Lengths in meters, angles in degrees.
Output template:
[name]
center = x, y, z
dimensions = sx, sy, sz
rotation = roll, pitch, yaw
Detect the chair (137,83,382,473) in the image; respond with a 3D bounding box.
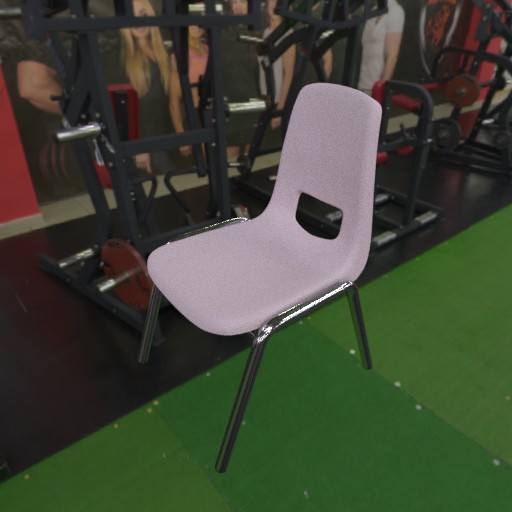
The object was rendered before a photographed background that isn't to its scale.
[chair]
center = 0.000, 0.000, 0.857
dimensions = 0.423, 0.586, 0.354
rotation = -21, 37, -31
